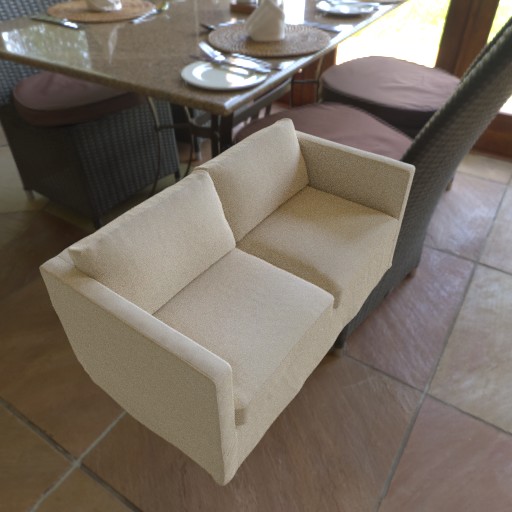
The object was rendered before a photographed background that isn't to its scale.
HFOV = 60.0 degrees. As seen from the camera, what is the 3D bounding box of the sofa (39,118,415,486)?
[{"bbox_3d":[0.000,0.000,2.290,0.962,0.834,1.746,25,46,27],"label":"sofa"}]
